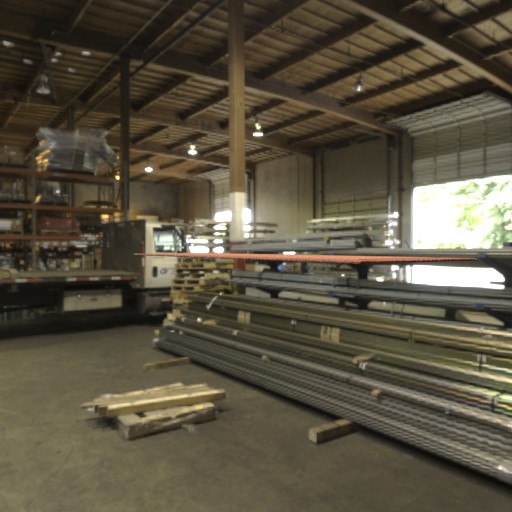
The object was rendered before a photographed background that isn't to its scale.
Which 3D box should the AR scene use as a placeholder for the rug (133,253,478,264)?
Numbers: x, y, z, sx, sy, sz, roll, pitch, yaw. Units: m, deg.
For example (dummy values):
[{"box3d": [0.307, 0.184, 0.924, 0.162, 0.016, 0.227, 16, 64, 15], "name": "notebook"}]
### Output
[{"box3d": [0.000, 0.000, 2.763, 0.914, 0.013, 2.471, -1, 1, -38], "name": "rug"}]
